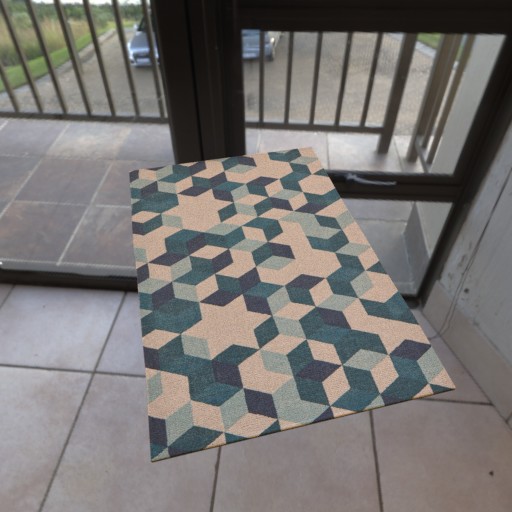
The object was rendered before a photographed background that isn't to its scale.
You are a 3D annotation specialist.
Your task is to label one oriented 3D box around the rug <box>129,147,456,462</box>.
[{"bbox_3d":[0.000,0.000,2.307,1.235,0.014,1.829,-10,47,-9],"label":"rug"}]
